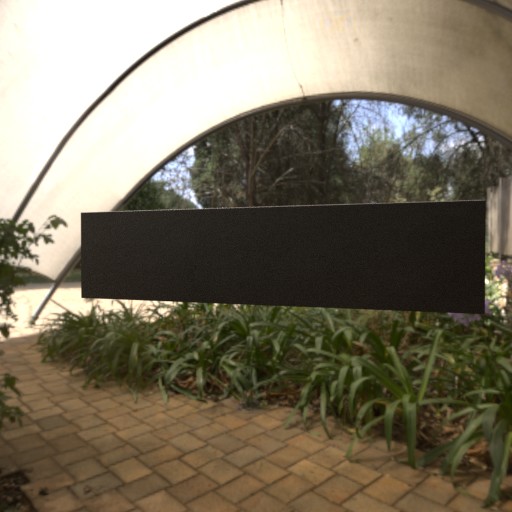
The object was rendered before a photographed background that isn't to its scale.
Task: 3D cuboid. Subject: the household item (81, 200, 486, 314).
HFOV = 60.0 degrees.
[{"bbox_3d":[0.000,0.000,1.080,1.001,0.236,0.030,0,1,18],"label":"household item"}]
